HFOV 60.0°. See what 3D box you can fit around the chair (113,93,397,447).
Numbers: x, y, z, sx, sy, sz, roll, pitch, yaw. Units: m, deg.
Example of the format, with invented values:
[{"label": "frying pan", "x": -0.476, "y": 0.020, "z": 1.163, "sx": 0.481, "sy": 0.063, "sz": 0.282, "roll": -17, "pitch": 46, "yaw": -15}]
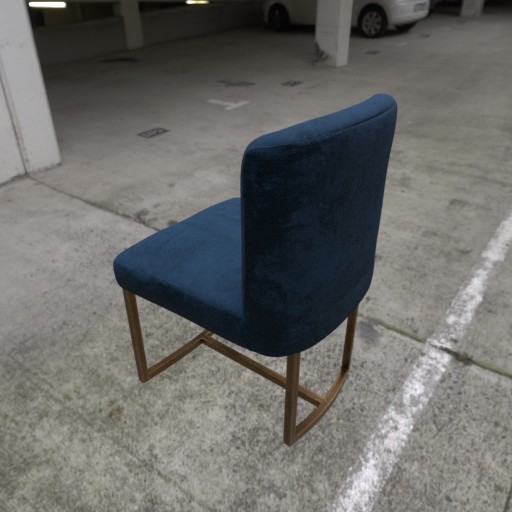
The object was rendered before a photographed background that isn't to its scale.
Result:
[{"label": "chair", "x": 0.000, "y": 0.000, "z": 1.172, "sx": 0.560, "sy": 0.824, "sz": 0.530, "roll": 21, "pitch": 36, "yaw": 31}]
